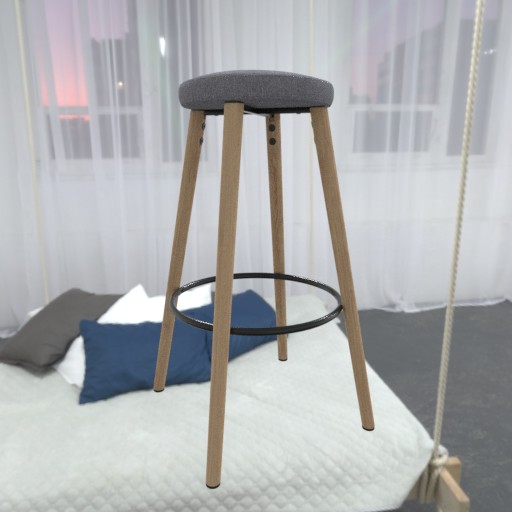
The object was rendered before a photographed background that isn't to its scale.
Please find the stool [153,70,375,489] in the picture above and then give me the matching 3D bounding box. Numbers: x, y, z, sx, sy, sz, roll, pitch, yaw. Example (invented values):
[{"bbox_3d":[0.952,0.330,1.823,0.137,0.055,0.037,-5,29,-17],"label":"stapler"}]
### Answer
[{"bbox_3d":[0.000,0.000,1.006,0.410,0.770,0.410,-7,15,-27],"label":"stool"}]
